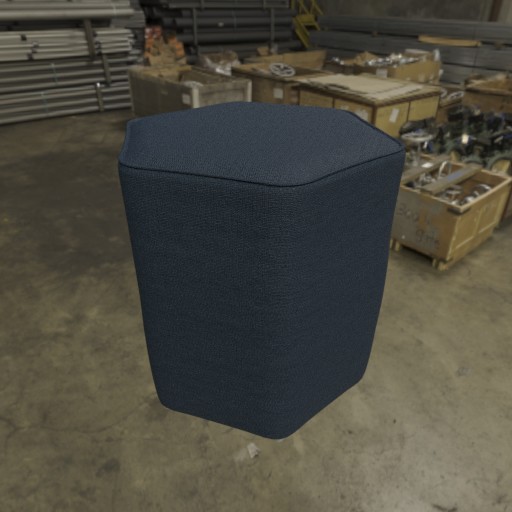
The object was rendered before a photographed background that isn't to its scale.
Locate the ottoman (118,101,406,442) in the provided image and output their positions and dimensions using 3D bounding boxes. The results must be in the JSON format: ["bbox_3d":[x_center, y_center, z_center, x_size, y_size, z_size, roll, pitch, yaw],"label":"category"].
[{"bbox_3d":[0.000,0.000,0.866,0.492,0.505,0.454,-21,36,-31],"label":"ottoman"}]
